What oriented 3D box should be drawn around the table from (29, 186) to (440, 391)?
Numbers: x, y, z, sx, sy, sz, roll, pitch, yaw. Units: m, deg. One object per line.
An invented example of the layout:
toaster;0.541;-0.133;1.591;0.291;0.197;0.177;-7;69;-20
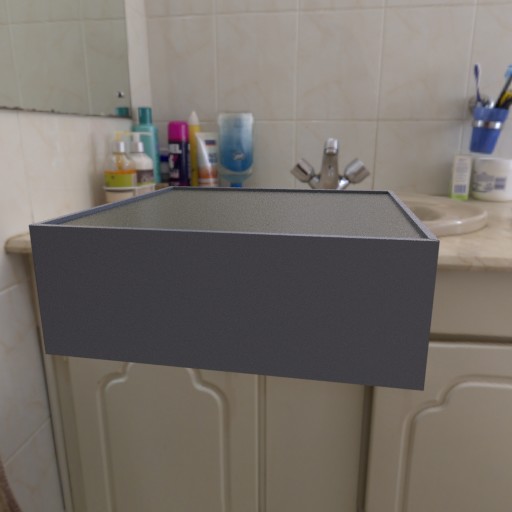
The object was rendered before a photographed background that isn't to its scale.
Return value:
table;0.000;0.000;1.258;0.801;0.299;0.801;3;15;10
